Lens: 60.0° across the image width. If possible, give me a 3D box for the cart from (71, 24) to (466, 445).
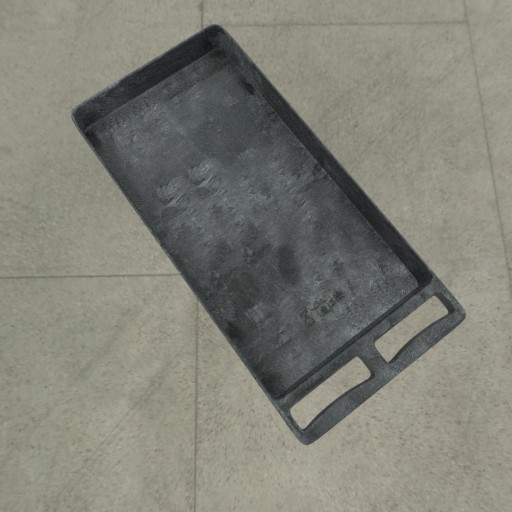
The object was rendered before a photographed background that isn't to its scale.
[{"bbox_3d":[0.000,0.000,1.336,0.420,0.824,0.877,-36,78,-9],"label":"cart"}]
